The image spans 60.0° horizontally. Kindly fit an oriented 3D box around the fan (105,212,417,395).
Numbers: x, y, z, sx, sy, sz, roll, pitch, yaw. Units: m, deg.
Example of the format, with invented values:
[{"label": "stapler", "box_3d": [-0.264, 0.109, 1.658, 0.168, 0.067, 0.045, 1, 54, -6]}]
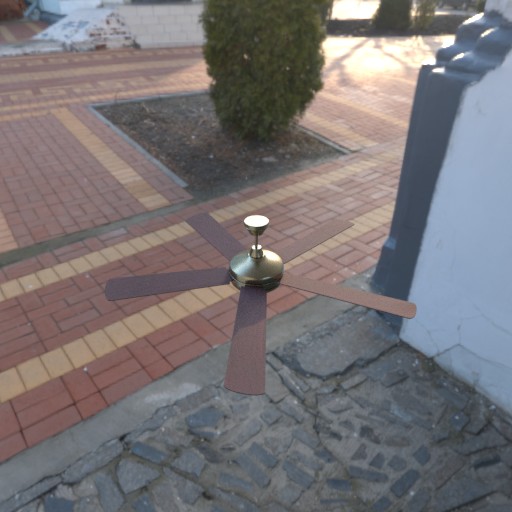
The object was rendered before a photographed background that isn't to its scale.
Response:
[{"label": "fan", "box_3d": [0.000, 0.000, 1.988, 1.321, 0.356, 1.321, -12, 34, -18]}]
